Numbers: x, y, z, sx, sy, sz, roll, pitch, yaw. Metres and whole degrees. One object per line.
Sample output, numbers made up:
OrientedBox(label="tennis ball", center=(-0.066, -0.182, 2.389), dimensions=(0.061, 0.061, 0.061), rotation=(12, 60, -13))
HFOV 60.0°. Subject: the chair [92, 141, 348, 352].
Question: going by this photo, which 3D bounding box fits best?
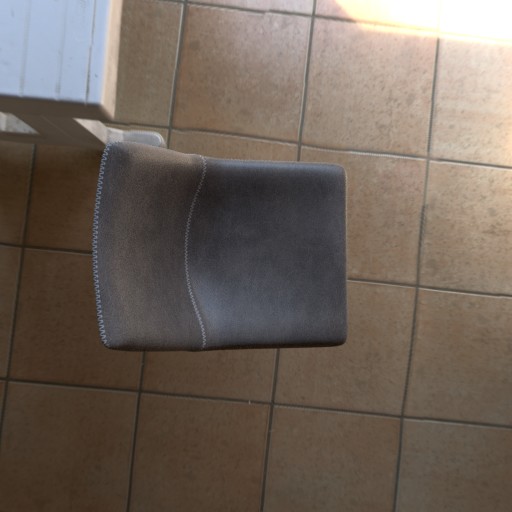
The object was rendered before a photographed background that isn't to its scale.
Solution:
OrientedBox(label="chair", center=(0.000, 0.000, 1.103), dimensions=(0.550, 0.780, 0.460), rotation=(0, 88, -1))
